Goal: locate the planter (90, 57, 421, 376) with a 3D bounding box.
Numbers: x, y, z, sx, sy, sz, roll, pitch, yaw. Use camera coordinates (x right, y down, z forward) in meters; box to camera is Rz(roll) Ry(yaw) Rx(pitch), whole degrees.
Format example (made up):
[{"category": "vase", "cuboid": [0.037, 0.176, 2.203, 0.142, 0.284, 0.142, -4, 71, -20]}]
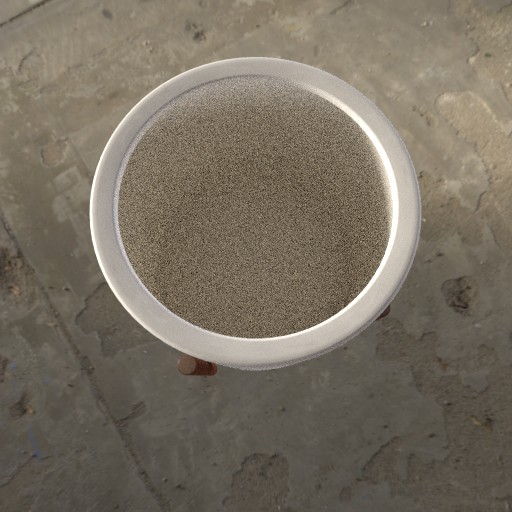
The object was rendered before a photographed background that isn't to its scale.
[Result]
[{"category": "planter", "cuboid": [0.000, 0.000, 0.838, 0.420, 0.581, 0.421, -13, 75, -4]}]
